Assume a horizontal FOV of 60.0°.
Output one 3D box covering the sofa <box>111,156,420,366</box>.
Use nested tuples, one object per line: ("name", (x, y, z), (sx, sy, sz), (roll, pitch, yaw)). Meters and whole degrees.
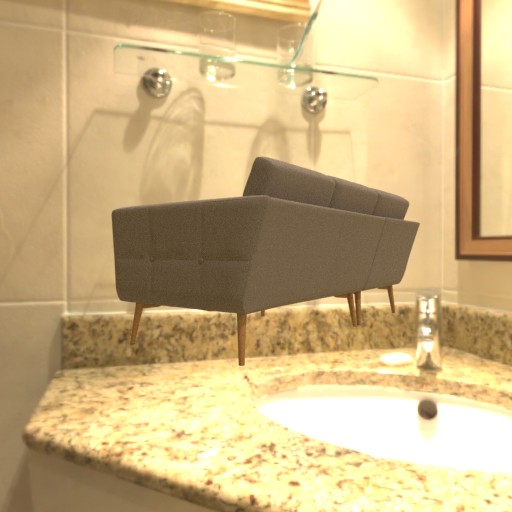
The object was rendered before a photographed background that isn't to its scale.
("sofa", (0.000, 0.000, 2.885), (1.530, 0.860, 2.040), (1, 1, 36))
